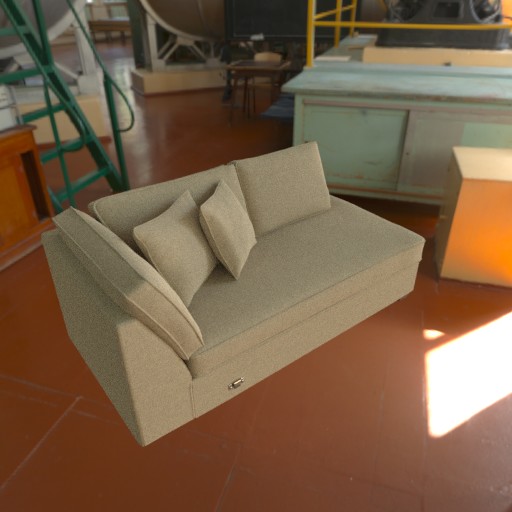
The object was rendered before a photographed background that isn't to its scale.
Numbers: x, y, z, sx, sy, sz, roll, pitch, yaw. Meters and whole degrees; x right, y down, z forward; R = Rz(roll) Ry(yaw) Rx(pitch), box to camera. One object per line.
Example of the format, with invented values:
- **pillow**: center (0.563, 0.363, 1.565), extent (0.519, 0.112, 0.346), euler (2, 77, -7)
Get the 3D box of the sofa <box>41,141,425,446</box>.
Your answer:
- **sofa**: center (0.000, 0.000, 2.862), extent (2.237, 1.033, 1.110), euler (-22, 37, -32)
